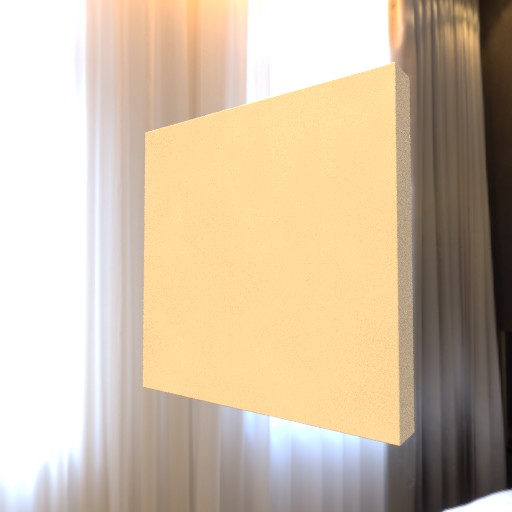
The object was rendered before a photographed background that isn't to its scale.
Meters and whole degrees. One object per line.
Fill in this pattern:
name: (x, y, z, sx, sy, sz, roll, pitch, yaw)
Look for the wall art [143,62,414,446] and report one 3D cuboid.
wall art: (0.000, 0.000, 0.456, 0.305, 0.305, 0.038, -2, -3, 36)
